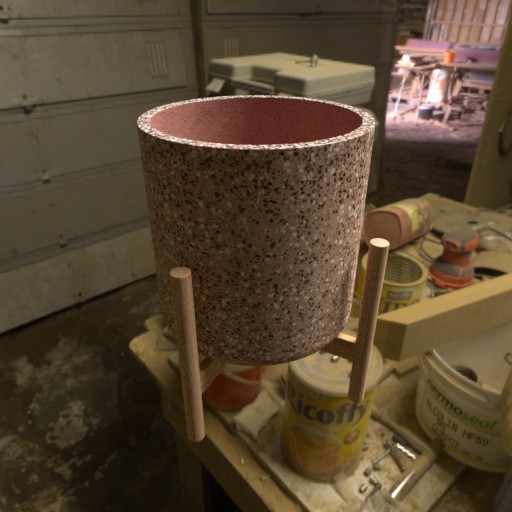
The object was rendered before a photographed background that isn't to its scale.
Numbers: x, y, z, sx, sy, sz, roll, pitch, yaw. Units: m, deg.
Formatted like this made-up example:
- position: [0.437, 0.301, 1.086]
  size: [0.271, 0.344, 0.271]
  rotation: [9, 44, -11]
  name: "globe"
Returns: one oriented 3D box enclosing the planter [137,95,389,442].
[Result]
- position: [0.000, 0.000, 0.681]
  size: [0.360, 0.419, 0.360]
  rotation: [-22, 36, -33]
  name: "planter"
